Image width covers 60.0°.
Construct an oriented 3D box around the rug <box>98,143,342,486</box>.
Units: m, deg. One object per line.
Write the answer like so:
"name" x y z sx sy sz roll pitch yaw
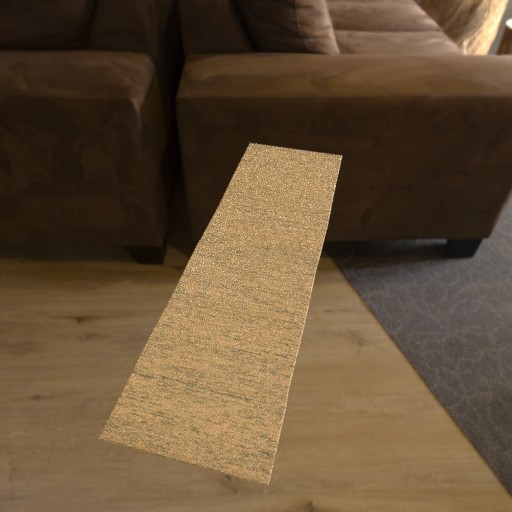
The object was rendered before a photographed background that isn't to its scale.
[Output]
"rug" 0.000 0.000 2.469 0.700 0.014 2.290 10 46 10
